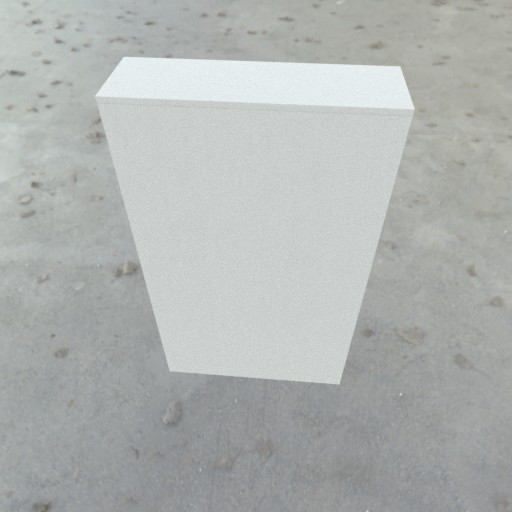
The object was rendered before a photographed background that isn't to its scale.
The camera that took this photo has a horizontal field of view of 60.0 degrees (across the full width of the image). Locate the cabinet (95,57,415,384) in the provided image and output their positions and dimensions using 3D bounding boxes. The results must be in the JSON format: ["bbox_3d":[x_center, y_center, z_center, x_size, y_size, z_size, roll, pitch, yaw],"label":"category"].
[{"bbox_3d":[0.000,0.000,1.580,0.750,1.280,0.250,4,46,3],"label":"cabinet"}]
